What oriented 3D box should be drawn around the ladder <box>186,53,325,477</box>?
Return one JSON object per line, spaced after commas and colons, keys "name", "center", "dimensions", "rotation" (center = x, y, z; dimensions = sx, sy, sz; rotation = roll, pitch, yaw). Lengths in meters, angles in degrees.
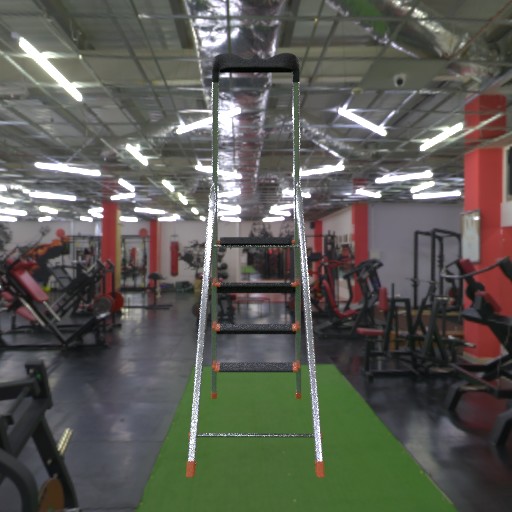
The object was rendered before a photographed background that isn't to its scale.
{"name": "ladder", "center": [0.000, 0.000, 1.845], "dimensions": [0.452, 1.429, 0.834], "rotation": [0, 0, 0]}
